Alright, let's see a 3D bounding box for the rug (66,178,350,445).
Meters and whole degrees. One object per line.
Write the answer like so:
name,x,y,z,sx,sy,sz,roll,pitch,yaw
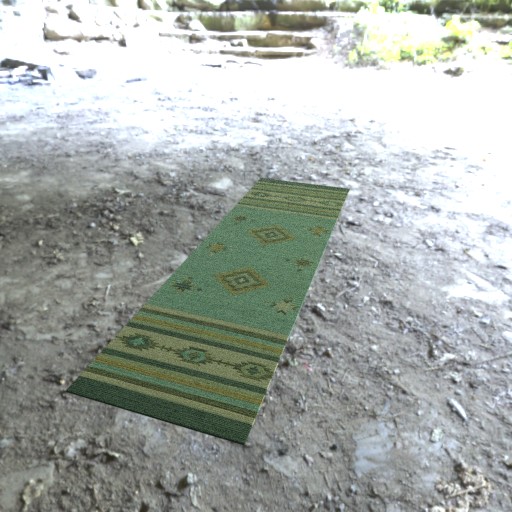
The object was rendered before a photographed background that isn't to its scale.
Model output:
rug,0.000,0.000,2.625,0.744,0.010,2.441,10,32,16
